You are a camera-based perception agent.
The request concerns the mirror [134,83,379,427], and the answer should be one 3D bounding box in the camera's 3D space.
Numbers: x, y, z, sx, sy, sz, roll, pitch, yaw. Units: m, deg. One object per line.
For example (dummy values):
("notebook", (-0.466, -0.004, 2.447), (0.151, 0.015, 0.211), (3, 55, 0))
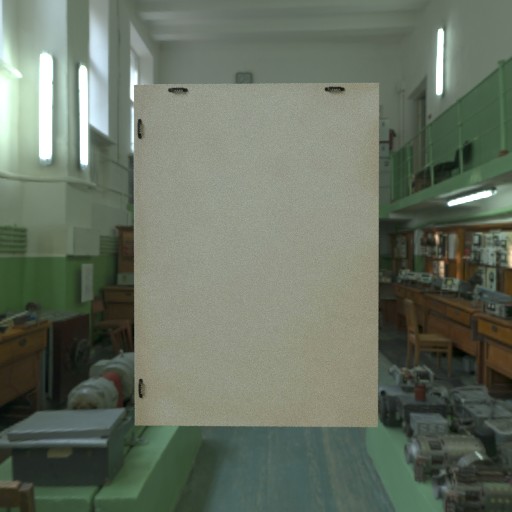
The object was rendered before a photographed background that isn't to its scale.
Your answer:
("mirror", (0.000, 0.000, 0.933), (0.507, 0.710, 0.040), (0, 1, 1))
